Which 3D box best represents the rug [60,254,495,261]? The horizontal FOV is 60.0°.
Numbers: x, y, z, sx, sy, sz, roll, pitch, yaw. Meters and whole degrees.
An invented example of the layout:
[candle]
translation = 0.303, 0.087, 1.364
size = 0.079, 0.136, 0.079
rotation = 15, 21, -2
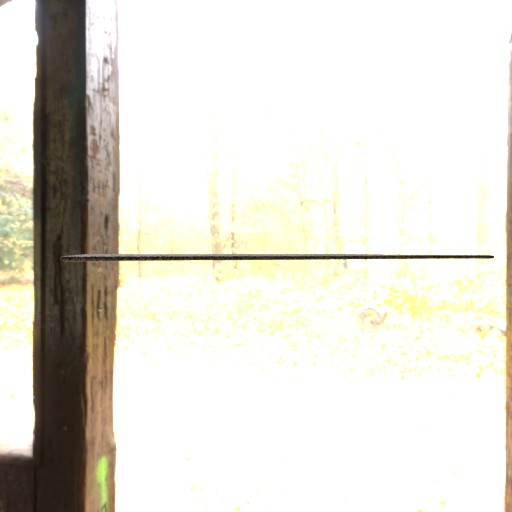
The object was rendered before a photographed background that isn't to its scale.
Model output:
[rug]
translation = 0.000, 0.000, 4.050
size = 3.047, 0.029, 2.438
rotation = 0, 1, -18
